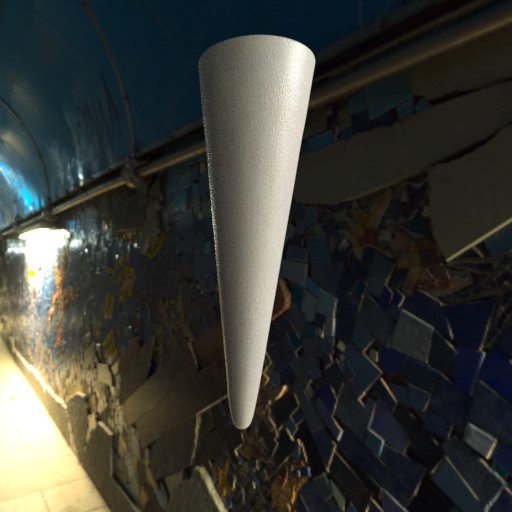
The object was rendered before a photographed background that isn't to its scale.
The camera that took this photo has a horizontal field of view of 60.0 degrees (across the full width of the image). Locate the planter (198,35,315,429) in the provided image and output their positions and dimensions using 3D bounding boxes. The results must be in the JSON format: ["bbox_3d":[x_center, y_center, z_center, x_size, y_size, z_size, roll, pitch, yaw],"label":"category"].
[{"bbox_3d":[0.000,0.000,0.223,0.057,0.191,0.064,0,0,-19],"label":"planter"}]
